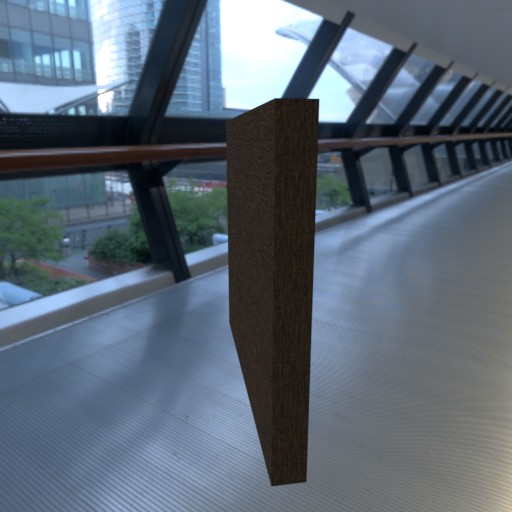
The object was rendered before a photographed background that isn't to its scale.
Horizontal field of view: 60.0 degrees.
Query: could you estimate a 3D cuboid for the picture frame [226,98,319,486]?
[{"bbox_3d":[0.000,0.000,0.541,0.033,0.330,0.378,-2,15,-9],"label":"picture frame"}]
